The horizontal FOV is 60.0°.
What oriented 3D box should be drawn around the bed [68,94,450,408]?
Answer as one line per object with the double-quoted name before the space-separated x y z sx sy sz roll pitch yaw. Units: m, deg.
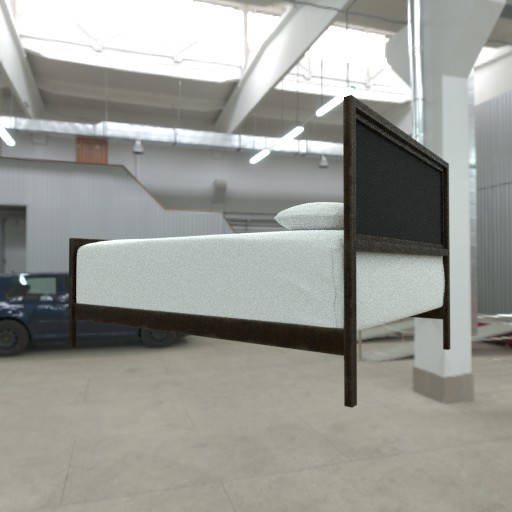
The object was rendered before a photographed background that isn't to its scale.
"bed" 0.000 0.000 3.164 2.221 1.313 1.607 -1 -1 37
